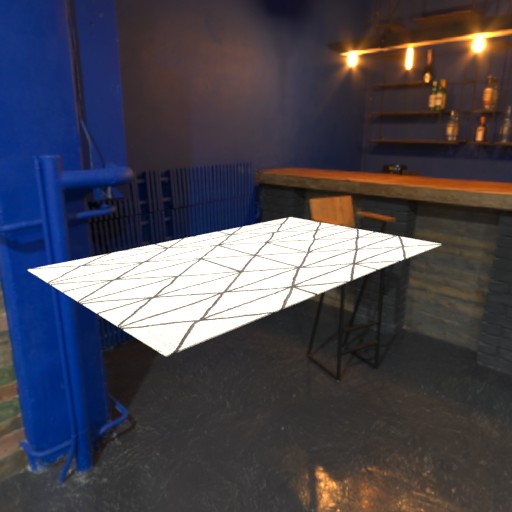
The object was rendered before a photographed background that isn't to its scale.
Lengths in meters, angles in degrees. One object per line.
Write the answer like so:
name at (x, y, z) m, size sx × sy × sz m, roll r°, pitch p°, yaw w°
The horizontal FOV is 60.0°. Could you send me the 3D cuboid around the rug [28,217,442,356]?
rug at (0.000, 0.000, 3.048) m, size 2.465 × 0.008 × 1.526 m, roll -15°, pitch 22°, yaw -42°
